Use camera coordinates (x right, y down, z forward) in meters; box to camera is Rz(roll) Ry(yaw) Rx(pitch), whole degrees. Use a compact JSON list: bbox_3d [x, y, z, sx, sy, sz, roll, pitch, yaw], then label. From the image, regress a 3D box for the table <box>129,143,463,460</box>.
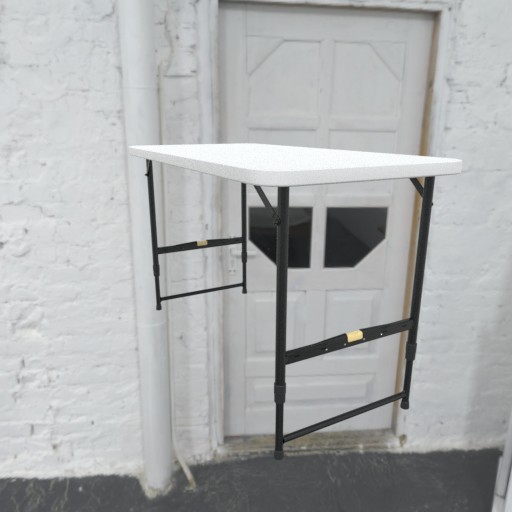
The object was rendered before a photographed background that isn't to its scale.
[{"bbox_3d":[0.000,0.000,1.596,0.610,0.737,1.219,-9,19,-27],"label":"table"}]
